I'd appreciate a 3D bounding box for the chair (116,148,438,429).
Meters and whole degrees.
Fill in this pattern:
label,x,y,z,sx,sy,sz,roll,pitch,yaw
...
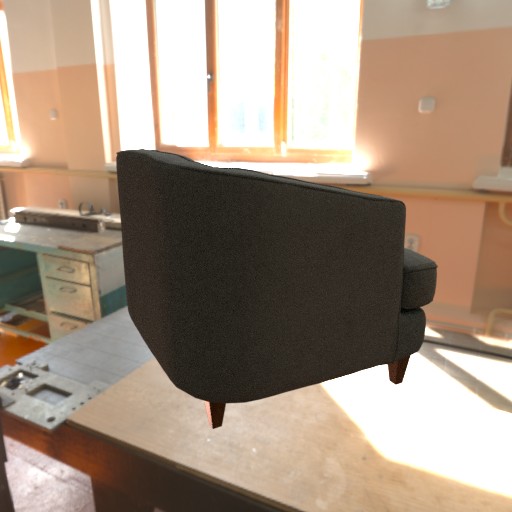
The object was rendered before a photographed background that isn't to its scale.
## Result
label,x,y,z,sx,sy,sz,roll,pitch,yaw
chair,0.000,0.000,1.805,0.941,0.852,1.104,-8,17,-27
